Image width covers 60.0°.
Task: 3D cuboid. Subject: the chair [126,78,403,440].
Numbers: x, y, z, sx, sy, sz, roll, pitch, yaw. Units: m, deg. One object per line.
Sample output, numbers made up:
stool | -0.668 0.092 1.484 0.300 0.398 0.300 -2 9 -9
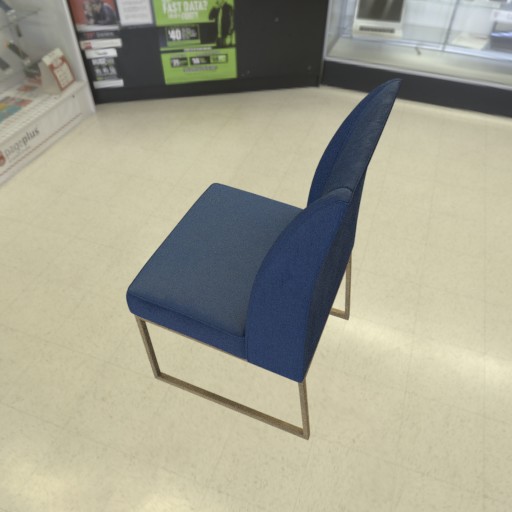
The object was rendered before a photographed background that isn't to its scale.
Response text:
chair | 0.000 0.000 1.183 0.522 0.863 0.508 17 48 16
